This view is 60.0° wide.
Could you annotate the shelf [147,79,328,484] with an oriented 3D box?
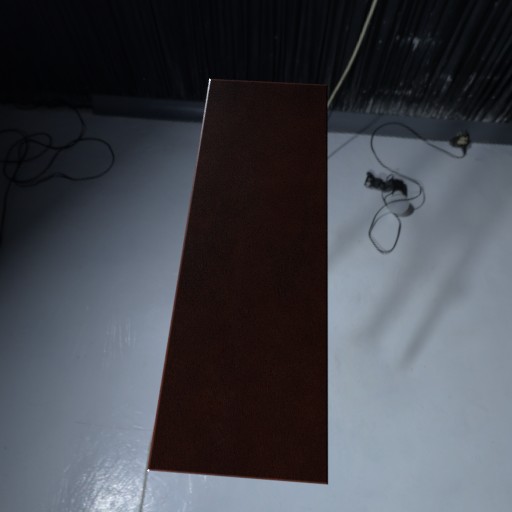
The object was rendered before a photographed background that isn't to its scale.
[{"bbox_3d":[0.000,0.000,0.511,0.152,0.088,0.457,4,64,2],"label":"shelf"}]
